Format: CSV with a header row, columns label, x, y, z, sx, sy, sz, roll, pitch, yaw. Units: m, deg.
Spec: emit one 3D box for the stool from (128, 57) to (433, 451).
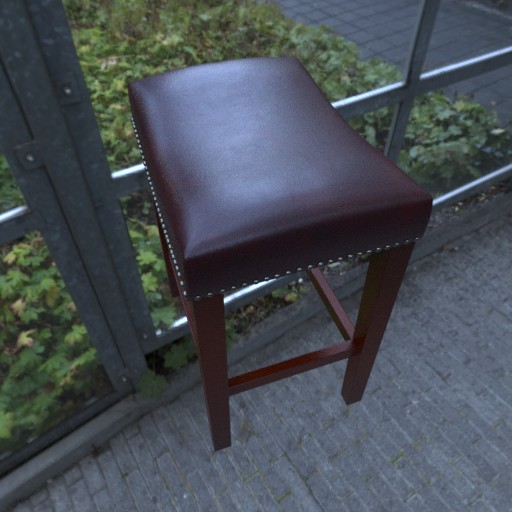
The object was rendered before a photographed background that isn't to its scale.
label,x,y,z,sx,sy,sz,roll,pitch,yaw
stool,0.000,0.000,0.951,0.372,0.657,0.504,-14,48,-13
